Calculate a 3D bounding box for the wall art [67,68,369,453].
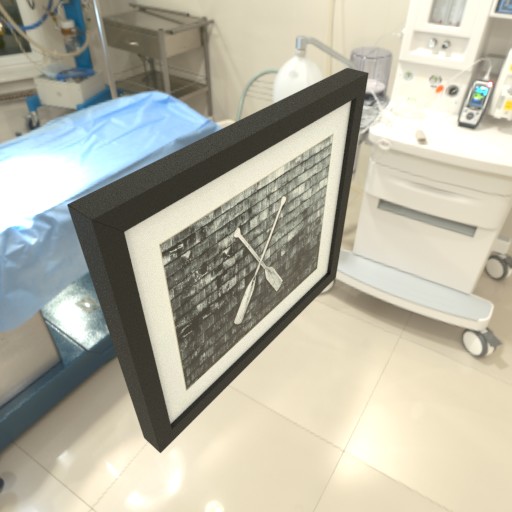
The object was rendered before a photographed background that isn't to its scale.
[{"bbox_3d":[0.000,0.000,0.522,0.029,0.330,0.381,28,48,29],"label":"wall art"}]
